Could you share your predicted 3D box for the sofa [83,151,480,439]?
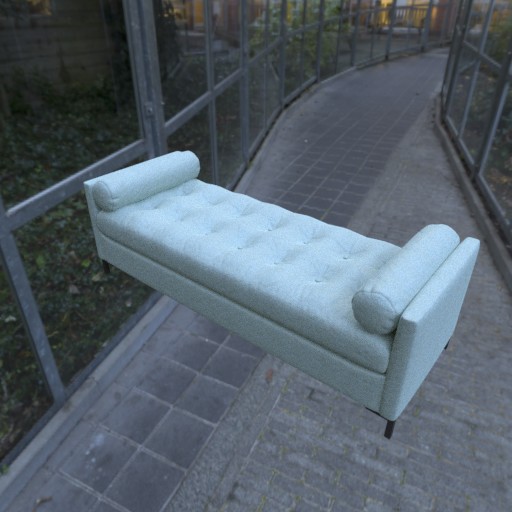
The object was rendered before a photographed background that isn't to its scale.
[{"bbox_3d":[0.000,0.000,2.512,2.102,0.705,0.796,23,38,32],"label":"sofa"}]
